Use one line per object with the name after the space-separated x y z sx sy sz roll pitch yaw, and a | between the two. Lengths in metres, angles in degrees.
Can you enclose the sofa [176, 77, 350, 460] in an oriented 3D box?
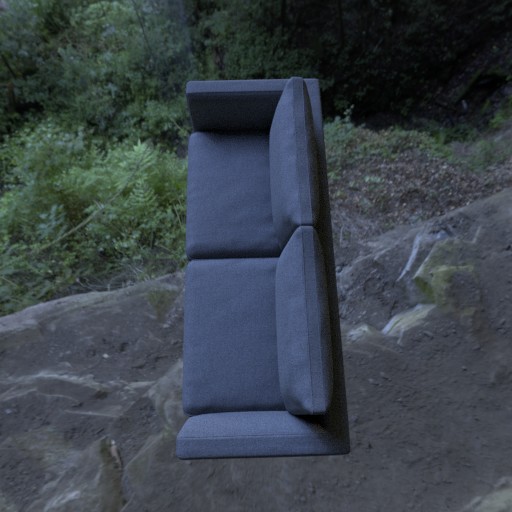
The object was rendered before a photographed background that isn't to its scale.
0.000 0.000 2.709 0.869 1.002 2.212 -1 72 0 | sofa
